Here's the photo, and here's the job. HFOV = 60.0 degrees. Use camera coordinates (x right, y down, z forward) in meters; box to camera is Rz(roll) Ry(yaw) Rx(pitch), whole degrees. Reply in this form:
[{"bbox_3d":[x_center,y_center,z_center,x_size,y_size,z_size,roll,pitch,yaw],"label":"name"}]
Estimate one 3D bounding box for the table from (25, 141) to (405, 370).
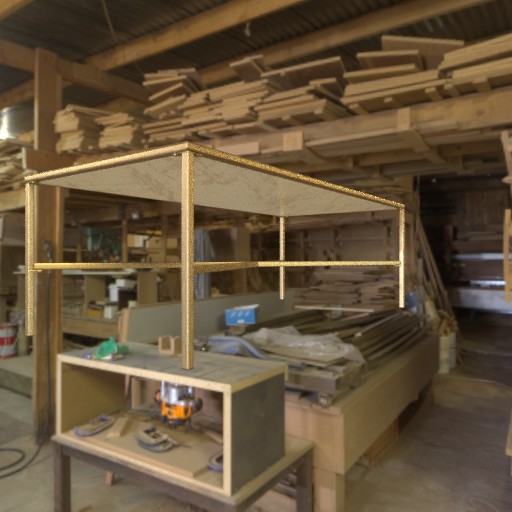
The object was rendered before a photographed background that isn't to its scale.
[{"bbox_3d":[0.000,0.000,1.434,0.577,0.405,1.197,0,0,36],"label":"table"}]
